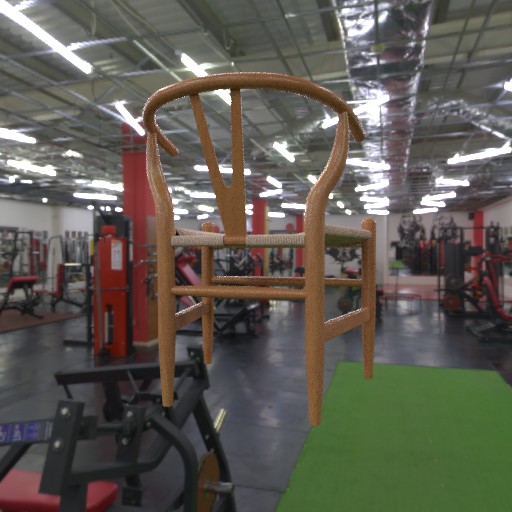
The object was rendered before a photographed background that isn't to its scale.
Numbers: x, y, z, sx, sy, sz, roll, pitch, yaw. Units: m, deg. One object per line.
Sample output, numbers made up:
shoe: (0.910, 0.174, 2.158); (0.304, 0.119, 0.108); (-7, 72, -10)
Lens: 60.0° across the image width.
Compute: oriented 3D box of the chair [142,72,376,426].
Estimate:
chair: (0.000, 0.000, 1.152); (0.569, 0.730, 0.579); (0, 1, 19)
